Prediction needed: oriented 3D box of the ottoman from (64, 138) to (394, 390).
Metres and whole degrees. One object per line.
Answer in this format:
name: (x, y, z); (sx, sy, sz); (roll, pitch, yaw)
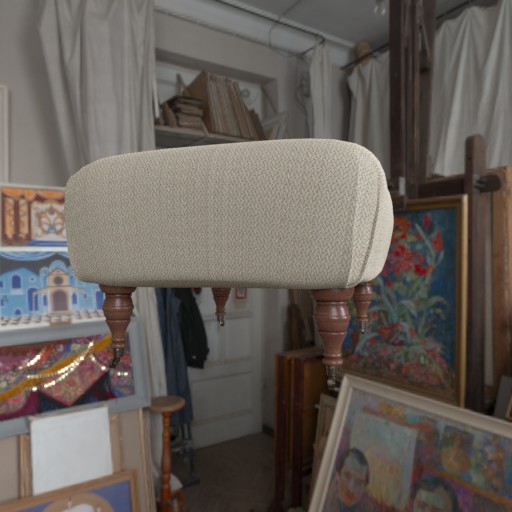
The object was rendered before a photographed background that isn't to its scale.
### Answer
ottoman: (0.000, 0.000, 1.072); (0.622, 0.447, 0.684); (0, 0, 19)
